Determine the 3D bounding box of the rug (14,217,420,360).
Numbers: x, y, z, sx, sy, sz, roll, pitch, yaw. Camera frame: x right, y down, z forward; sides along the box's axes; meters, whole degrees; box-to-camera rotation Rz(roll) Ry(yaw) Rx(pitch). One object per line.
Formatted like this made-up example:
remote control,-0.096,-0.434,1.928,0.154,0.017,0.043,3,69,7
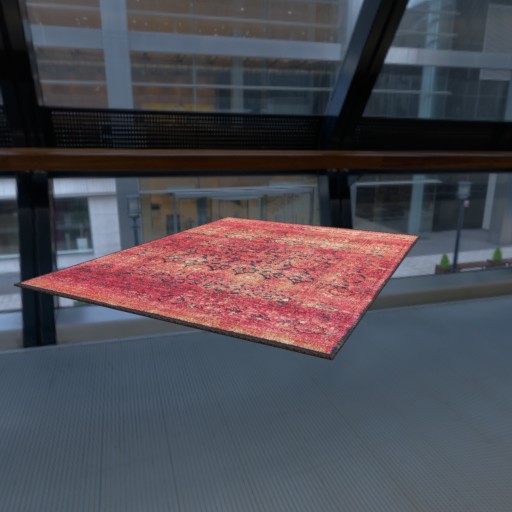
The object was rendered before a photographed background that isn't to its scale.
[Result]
rug,0.000,0.000,3.991,2.411,0.020,3.032,8,17,26
